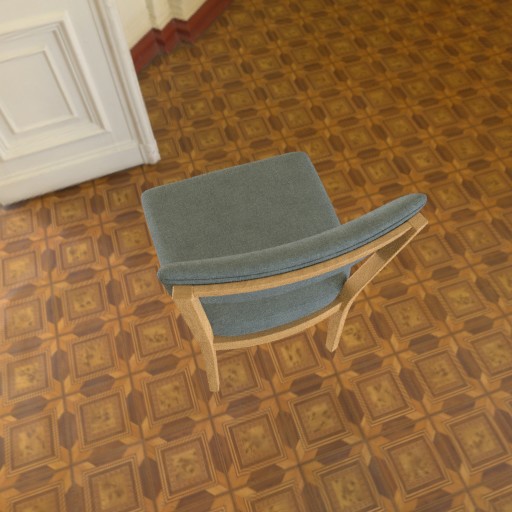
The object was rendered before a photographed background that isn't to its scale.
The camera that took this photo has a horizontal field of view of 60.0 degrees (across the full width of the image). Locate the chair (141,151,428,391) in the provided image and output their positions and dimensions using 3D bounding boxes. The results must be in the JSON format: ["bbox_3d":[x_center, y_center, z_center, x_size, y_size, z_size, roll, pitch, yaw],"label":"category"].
[{"bbox_3d":[0.000,0.000,1.191,0.508,0.832,0.572,-16,60,-10],"label":"chair"}]
